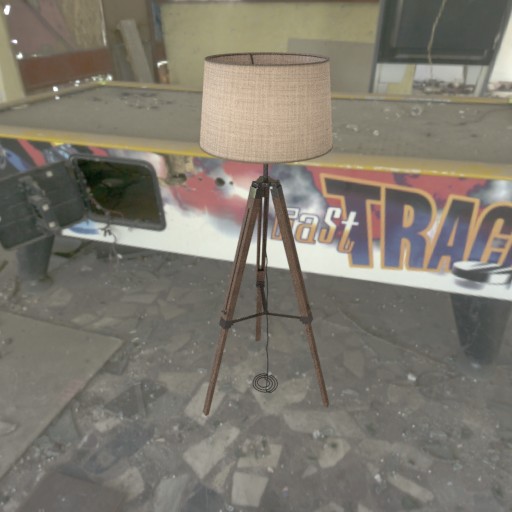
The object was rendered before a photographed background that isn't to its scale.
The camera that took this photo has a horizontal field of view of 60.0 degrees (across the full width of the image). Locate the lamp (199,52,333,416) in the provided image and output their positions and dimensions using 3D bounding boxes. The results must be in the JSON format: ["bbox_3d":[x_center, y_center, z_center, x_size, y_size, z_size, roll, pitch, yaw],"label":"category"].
[{"bbox_3d":[0.000,0.000,1.848,0.587,1.510,0.604,-19,35,-31],"label":"lamp"}]
